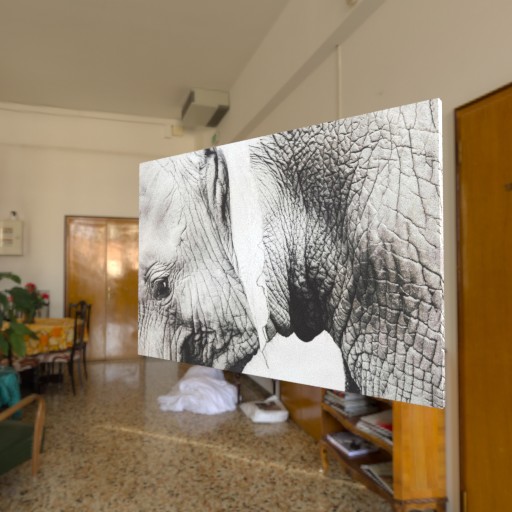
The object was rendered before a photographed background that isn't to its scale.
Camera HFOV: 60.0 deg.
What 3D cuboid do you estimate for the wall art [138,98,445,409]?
[{"bbox_3d":[0.000,0.000,1.146,0.914,0.607,0.023,-1,-2,37],"label":"wall art"}]
